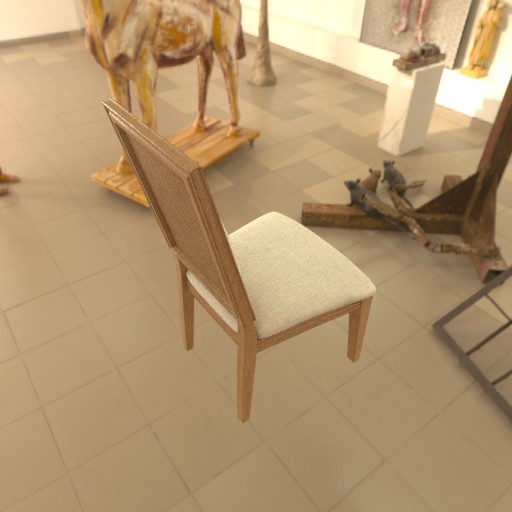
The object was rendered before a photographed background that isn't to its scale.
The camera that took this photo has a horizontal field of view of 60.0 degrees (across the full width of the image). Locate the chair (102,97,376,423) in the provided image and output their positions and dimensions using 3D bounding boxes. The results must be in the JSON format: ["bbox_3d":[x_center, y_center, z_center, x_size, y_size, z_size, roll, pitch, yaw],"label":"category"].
[{"bbox_3d":[0.000,0.000,1.370,0.601,0.988,0.536,-26,47,-27],"label":"chair"}]
